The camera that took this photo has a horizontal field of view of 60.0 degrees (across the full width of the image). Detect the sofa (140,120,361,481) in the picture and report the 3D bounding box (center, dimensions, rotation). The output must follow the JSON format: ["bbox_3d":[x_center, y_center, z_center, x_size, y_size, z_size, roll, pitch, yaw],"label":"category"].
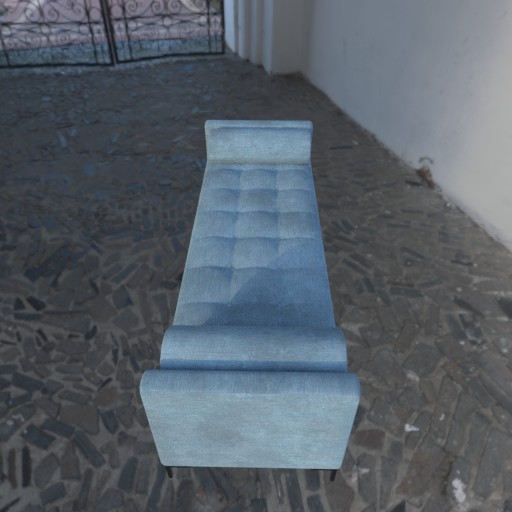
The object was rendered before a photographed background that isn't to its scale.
[{"bbox_3d":[0.000,0.000,2.287,0.686,0.635,1.981,1,41,1],"label":"sofa"}]
